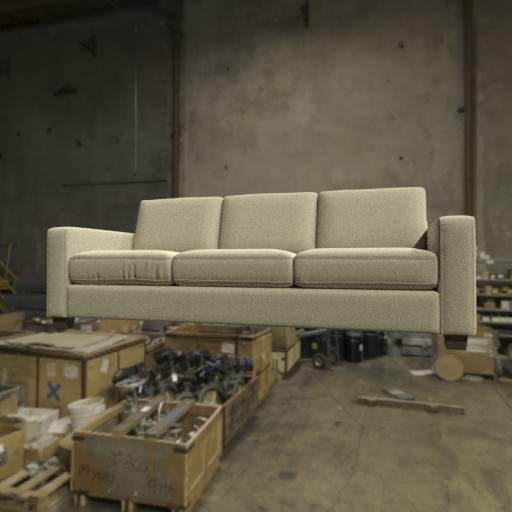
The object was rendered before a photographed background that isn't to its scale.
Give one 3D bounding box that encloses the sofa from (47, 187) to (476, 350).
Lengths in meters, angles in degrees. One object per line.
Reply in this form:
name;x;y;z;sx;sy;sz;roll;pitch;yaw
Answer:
sofa;0.000;0.000;2.541;2.160;0.800;0.900;0;-1;17
